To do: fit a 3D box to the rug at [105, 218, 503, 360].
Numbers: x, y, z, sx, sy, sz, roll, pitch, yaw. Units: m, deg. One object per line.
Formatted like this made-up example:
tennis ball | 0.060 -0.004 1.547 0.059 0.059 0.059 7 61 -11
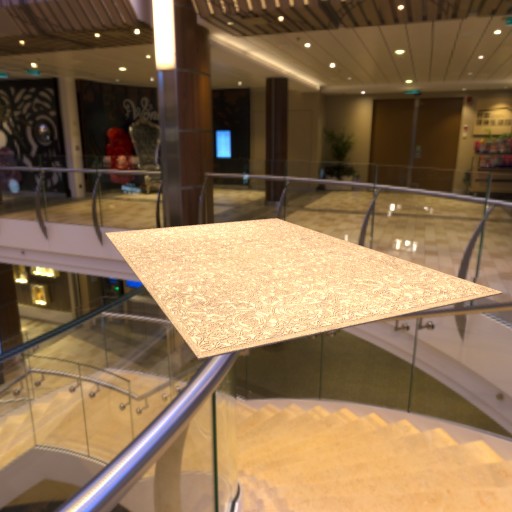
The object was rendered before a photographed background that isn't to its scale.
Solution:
rug | 0.000 0.000 2.239 1.221 0.006 1.827 -7 16 -25
